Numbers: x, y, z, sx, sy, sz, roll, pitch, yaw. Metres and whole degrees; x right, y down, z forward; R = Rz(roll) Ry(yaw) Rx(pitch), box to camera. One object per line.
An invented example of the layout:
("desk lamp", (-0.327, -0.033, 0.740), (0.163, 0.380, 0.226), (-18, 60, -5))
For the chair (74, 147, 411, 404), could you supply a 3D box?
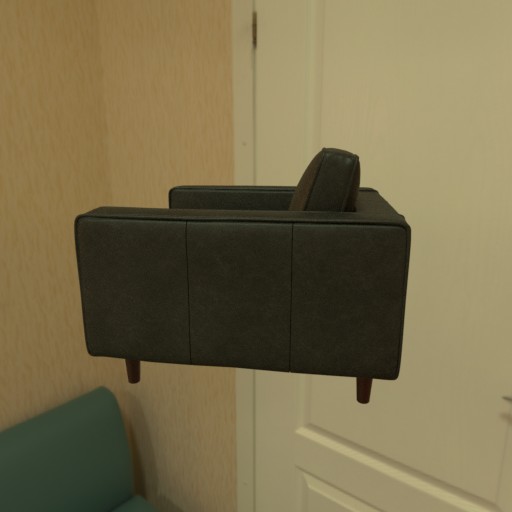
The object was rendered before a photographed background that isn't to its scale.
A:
("chair", (0.000, 0.000, 1.602), (0.914, 0.763, 0.889), (2, 14, 9))
